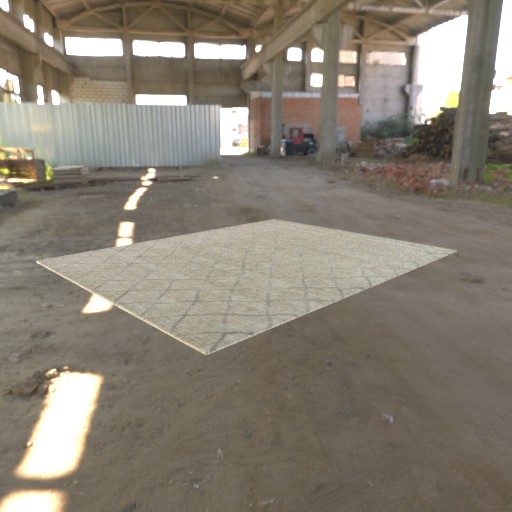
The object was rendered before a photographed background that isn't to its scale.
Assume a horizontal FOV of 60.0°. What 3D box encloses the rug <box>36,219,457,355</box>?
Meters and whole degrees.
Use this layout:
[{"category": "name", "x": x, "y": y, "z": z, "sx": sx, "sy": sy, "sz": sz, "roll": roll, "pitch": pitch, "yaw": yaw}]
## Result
[{"category": "rug", "x": 0.000, "y": 0.000, "z": 4.076, "sx": 3.038, "sy": 0.019, "sz": 2.420, "roll": -14, "pitch": 20, "yaw": -42}]
